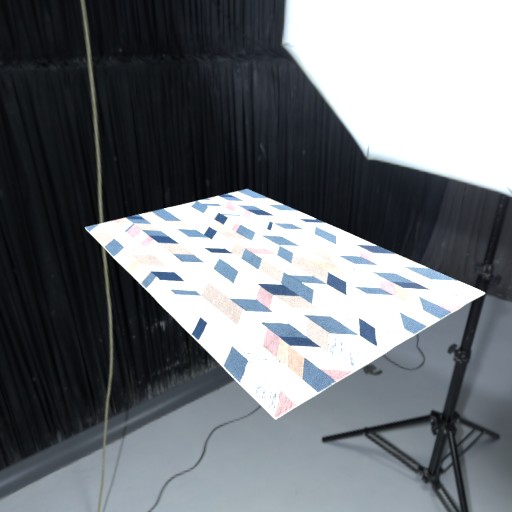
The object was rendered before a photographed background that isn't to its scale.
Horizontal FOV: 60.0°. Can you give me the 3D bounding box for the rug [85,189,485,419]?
[{"bbox_3d":[0.000,0.000,2.298,1.202,0.006,1.813,-19,32,-32],"label":"rug"}]
